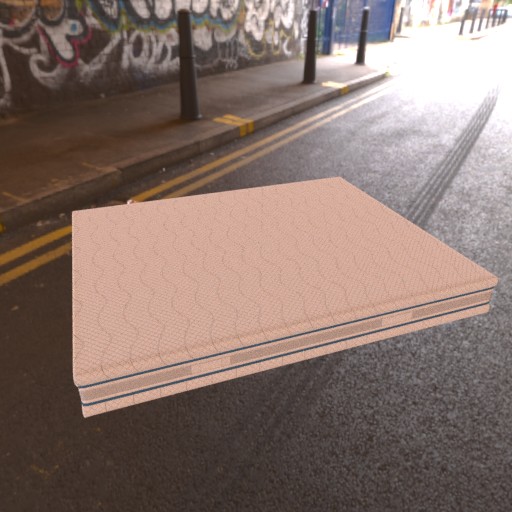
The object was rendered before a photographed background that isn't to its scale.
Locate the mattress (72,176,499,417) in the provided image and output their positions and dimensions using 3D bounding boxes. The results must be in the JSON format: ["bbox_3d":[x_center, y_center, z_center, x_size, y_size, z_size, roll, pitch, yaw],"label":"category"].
[{"bbox_3d":[0.000,0.000,2.614,2.000,0.230,1.600,-10,31,-17],"label":"mattress"}]
